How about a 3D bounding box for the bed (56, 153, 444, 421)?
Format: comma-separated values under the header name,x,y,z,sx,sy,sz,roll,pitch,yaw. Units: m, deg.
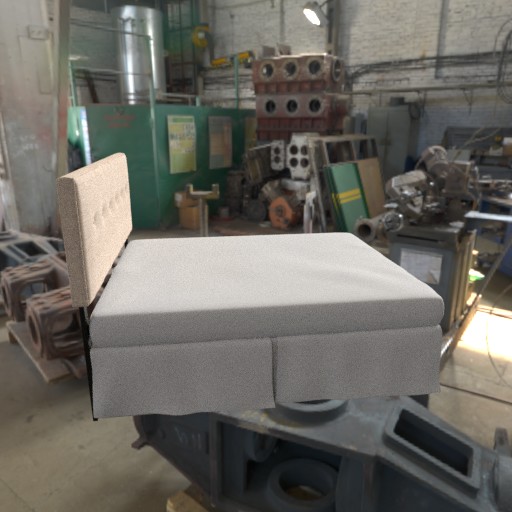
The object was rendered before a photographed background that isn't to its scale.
name,x,y,z,sx,sy,sz,roll,pitch,yaw
bed,0.000,0.000,2.981,1.978,1.270,1.643,-2,17,-8
